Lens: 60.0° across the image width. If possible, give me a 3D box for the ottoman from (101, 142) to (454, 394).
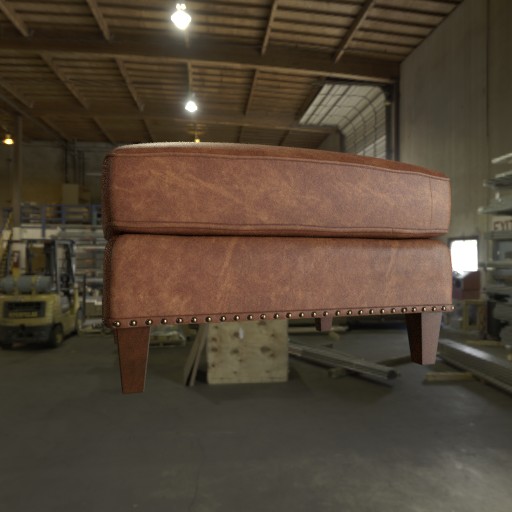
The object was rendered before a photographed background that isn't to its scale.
[{"bbox_3d":[0.000,0.000,1.125,0.742,0.486,0.586,0,0,-19],"label":"ottoman"}]
